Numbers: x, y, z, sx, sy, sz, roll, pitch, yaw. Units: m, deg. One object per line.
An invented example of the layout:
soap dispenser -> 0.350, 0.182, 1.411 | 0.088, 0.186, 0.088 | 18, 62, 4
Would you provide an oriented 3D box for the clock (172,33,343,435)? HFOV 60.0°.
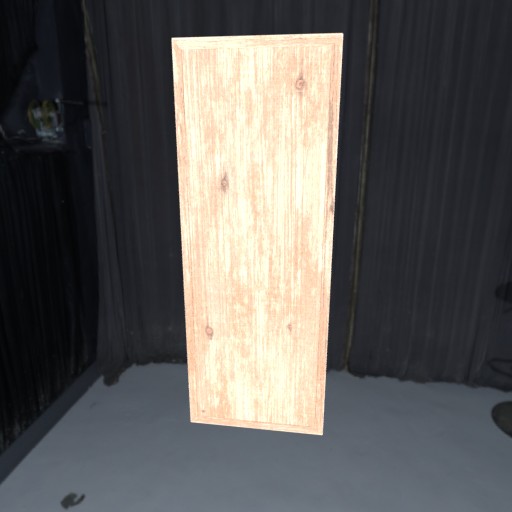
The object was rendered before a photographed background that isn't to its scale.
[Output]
clock -> 0.000, 0.000, 1.073 | 0.361, 0.965, 0.030 | 2, 17, 8
